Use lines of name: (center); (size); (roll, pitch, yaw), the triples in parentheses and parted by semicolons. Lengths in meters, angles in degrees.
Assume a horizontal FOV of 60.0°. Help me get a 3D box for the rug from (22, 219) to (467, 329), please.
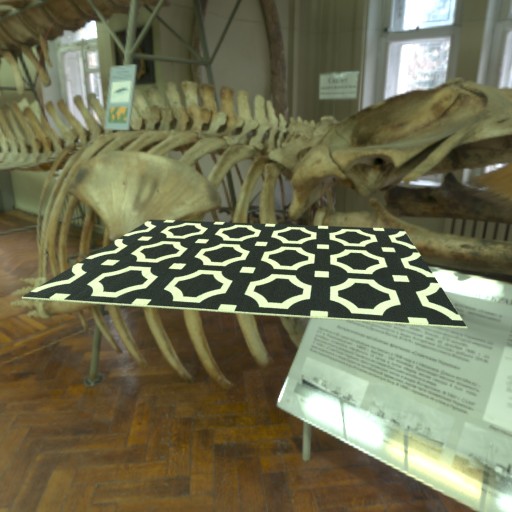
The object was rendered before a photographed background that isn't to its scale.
rug: (0.000, 0.000, 4.134); (3.049, 0.021, 2.466); (3, 18, 8)
